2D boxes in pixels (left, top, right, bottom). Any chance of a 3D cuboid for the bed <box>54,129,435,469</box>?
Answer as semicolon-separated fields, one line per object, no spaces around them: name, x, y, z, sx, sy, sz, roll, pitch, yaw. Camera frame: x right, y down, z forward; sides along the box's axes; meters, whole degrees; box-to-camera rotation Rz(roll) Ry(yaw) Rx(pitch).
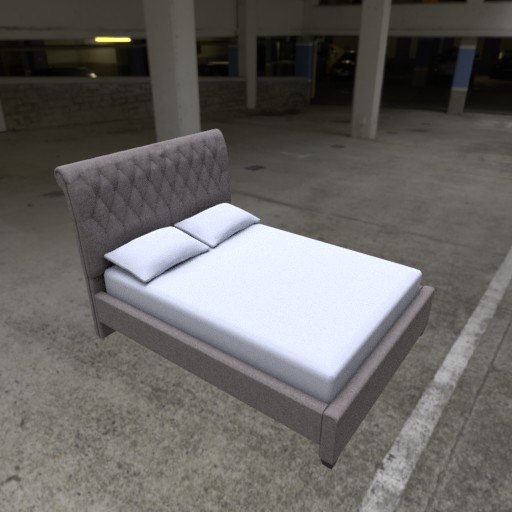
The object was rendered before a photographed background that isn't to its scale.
bed;0.000;0.000;3.320;2.252;1.371;1.645;19;32;32
